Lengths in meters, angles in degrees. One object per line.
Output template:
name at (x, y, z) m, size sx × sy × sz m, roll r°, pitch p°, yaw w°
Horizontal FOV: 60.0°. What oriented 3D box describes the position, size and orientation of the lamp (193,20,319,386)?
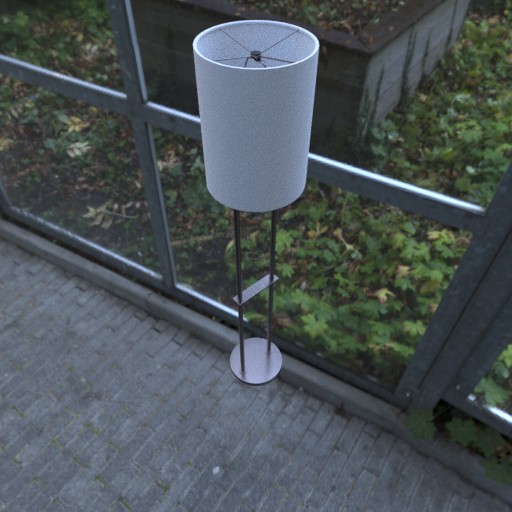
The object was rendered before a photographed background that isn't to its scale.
lamp at (0.000, 0.000, 1.617) m, size 0.306 × 1.500 × 0.305 m, roll -32°, pitch 54°, yaw -27°
